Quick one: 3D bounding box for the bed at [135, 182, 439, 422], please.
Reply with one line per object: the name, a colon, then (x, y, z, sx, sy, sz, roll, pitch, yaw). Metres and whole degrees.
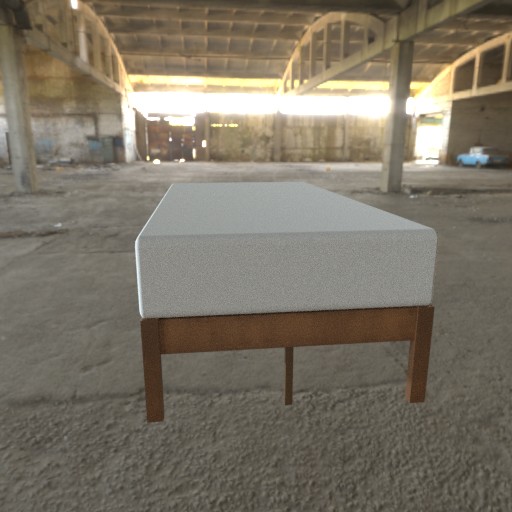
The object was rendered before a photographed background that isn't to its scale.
bed: (0.000, 0.000, 2.341, 0.961, 0.616, 1.902, -2, 14, -7)
